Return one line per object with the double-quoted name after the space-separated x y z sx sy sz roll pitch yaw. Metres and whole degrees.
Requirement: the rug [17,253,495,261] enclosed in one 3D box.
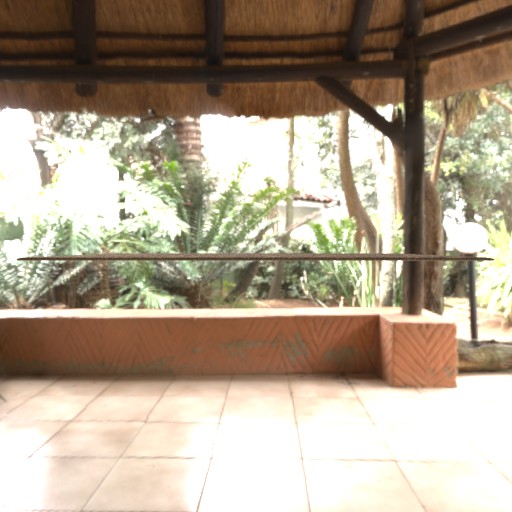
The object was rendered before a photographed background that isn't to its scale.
0.000 0.000 2.291 1.824 0.012 1.206 0 1 1 "rug"
